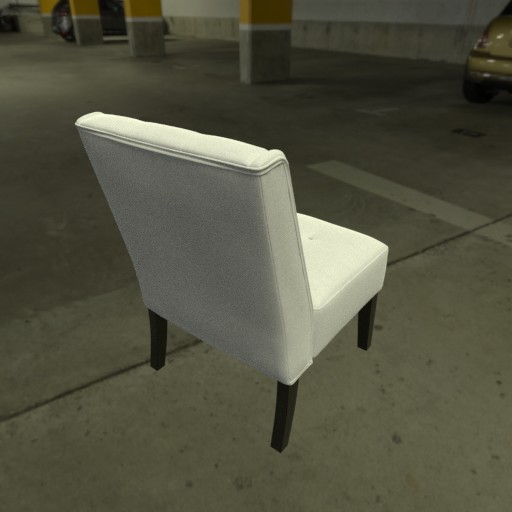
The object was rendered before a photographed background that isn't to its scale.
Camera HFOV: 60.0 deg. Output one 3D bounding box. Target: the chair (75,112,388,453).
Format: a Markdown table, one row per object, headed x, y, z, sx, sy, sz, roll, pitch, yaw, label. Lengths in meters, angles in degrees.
| x | y | z | sx | sy | sz | roll | pitch | yaw | label |
| --- | --- | --- | --- | --- | --- | --- | --- | --- | --- |
| 0.000 | 0.000 | 1.306 | 0.569 | 0.853 | 0.676 | 21 | 35 | 33 | chair |
